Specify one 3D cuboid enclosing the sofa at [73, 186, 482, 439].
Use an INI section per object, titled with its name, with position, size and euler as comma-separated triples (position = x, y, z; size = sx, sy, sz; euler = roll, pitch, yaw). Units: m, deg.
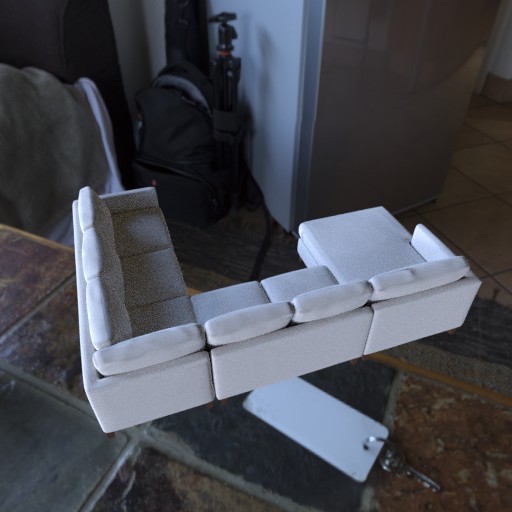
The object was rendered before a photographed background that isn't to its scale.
[sofa]
position = 0.000, 0.000, 4.602
size = 3.459, 0.956, 2.593
euler = -13, 43, -14
